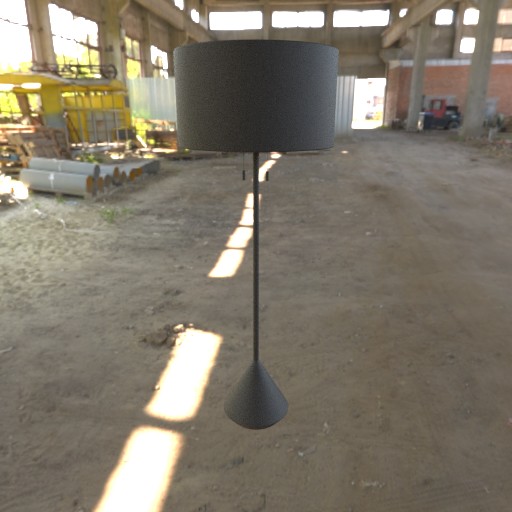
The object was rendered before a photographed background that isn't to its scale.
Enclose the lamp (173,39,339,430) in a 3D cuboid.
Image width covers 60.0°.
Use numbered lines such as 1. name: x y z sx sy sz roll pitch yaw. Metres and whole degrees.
1. lamp: 0.000 0.000 1.812 0.580 1.526 0.580 -9 20 -26
